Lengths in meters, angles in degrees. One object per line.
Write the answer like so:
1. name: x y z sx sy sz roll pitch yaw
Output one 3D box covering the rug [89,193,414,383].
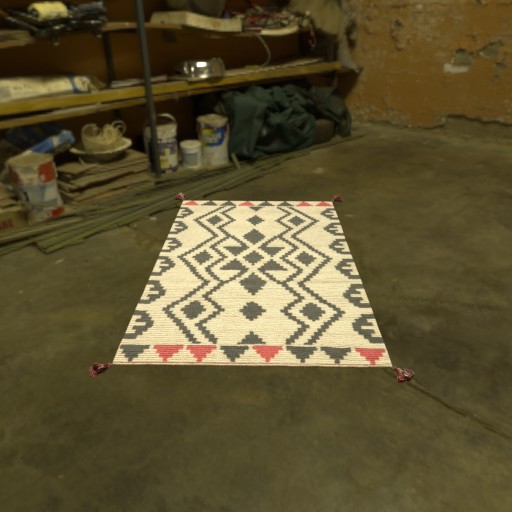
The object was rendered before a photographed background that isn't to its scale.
1. rug: 0.000 0.000 3.456 1.741 0.066 2.672 0 28 1
